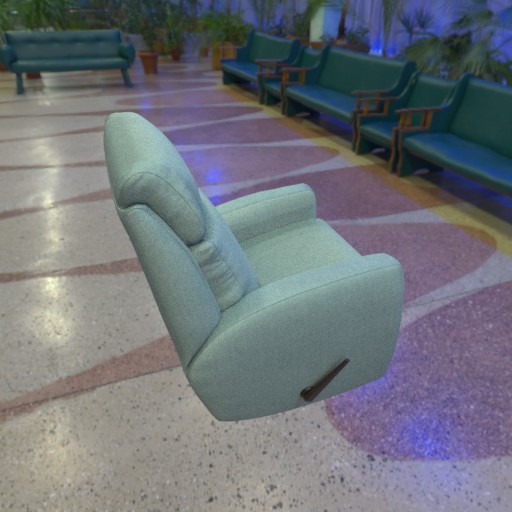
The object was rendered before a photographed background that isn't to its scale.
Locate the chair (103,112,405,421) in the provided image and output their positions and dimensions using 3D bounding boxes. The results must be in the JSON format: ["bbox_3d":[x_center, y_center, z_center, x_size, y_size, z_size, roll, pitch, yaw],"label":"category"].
[{"bbox_3d":[0.000,0.000,1.664,0.940,1.013,0.812,-11,34,-17],"label":"chair"}]
